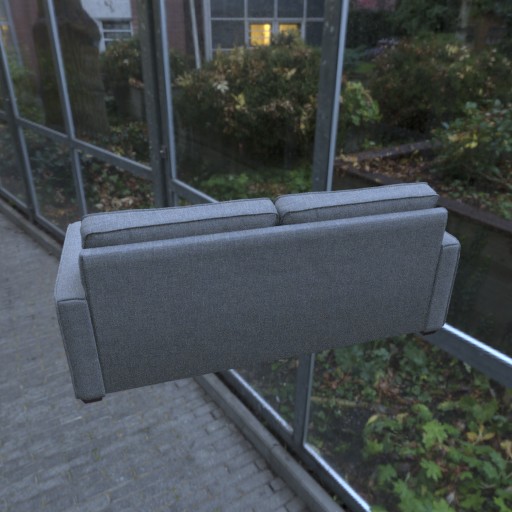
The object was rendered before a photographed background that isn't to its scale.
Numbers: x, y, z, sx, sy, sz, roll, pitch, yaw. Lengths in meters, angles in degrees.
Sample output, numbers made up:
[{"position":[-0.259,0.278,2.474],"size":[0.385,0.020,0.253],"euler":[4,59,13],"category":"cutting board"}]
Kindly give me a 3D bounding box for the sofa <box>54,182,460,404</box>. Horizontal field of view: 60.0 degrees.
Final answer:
[{"position":[0.000,0.000,2.574],"size":[2.078,0.918,0.945],"euler":[-8,27,-15],"category":"sofa"}]
